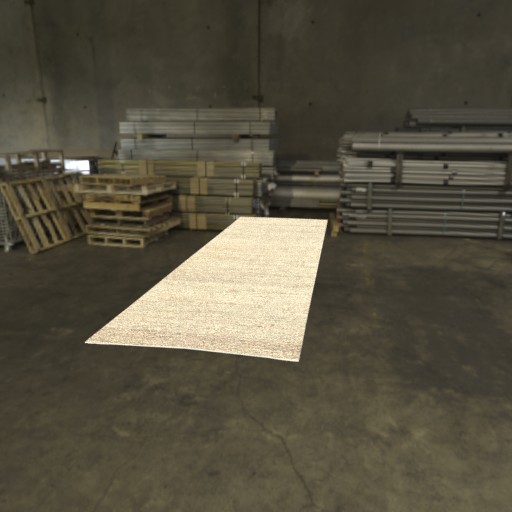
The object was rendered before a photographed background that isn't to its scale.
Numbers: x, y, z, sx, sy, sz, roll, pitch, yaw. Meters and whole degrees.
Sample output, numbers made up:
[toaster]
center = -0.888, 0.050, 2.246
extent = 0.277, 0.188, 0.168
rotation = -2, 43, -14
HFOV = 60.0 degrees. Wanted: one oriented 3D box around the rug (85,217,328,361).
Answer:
[rug]
center = 0.000, 0.000, 2.592
extent = 0.741, 0.014, 2.390
rotation = 3, 16, 11
